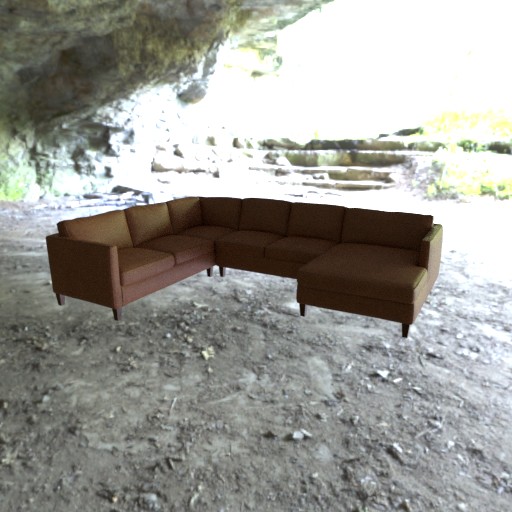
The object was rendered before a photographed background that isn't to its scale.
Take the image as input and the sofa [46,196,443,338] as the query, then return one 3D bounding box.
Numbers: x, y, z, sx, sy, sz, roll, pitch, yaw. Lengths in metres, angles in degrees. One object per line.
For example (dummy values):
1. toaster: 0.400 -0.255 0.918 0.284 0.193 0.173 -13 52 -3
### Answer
1. sofa: 0.000 0.000 4.770 3.460 0.923 2.593 8 17 28
